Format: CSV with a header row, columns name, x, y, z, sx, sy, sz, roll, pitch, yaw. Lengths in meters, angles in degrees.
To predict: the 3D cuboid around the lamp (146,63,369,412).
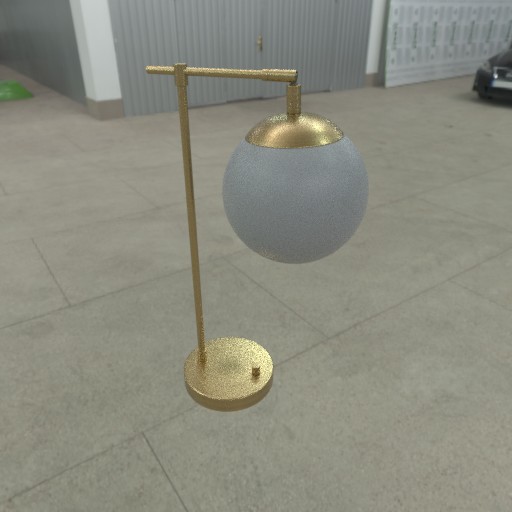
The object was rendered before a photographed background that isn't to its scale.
name,x,y,z,sx,sy,sz,roll,pitch,yaw
lamp,0.000,0.000,0.707,0.324,0.559,0.207,10,30,17
